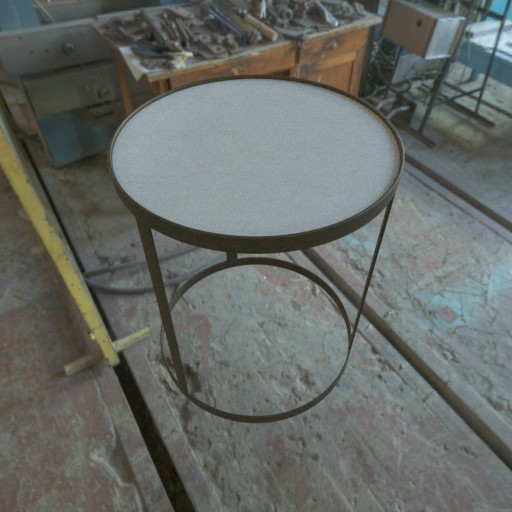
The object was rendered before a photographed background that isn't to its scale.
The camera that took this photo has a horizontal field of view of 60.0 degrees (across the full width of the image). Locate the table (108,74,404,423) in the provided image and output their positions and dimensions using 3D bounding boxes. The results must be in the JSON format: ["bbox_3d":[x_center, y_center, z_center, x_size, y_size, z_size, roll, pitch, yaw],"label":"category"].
[{"bbox_3d":[0.000,0.000,0.938,0.480,0.565,0.480,0,46,0],"label":"table"}]
